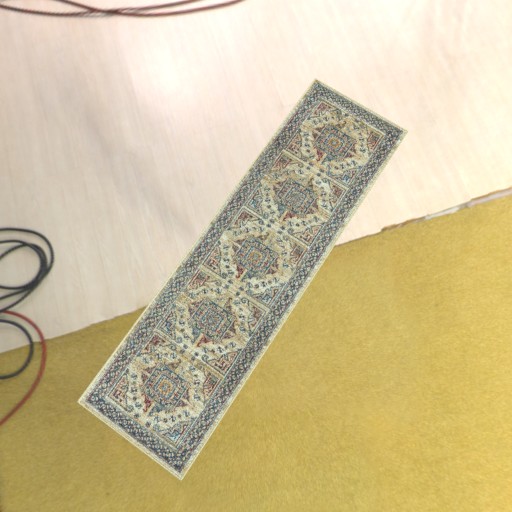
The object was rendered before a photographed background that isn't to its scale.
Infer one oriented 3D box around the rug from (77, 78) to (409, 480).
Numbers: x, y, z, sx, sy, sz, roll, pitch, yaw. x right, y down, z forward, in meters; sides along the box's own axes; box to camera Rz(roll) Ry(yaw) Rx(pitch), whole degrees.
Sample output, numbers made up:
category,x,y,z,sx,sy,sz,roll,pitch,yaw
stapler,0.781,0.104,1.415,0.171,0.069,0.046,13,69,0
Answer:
category,x,y,z,sx,sy,sz,roll,pitch,yaw
rug,0.000,0.000,2.459,0.661,0.013,2.297,33,78,8
